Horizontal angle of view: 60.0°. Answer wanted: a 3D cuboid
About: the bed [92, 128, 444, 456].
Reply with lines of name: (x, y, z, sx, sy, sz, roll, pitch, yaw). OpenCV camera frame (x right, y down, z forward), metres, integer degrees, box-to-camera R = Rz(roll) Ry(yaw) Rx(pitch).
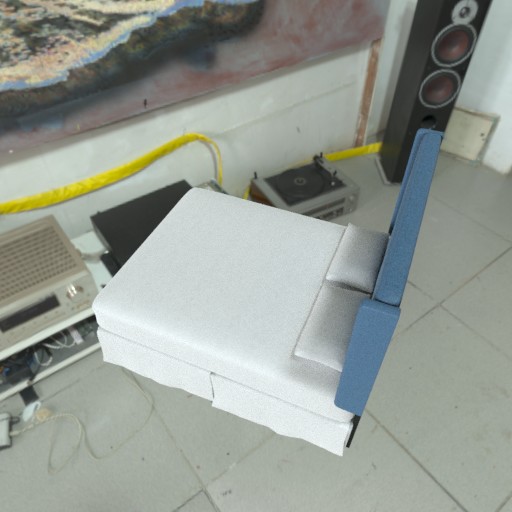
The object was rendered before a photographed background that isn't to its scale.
bed: (0.000, 0.000, 3.327, 2.078, 1.665, 1.719, 17, 48, 16)
